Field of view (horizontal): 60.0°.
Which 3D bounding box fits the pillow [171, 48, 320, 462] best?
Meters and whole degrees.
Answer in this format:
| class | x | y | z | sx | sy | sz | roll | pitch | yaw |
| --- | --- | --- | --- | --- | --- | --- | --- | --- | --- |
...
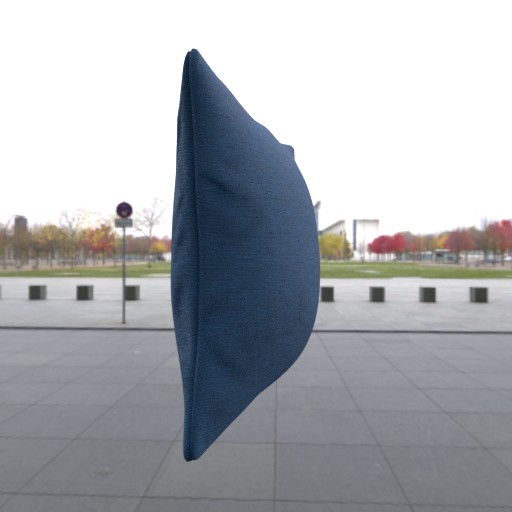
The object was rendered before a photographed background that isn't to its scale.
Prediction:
| class | x | y | z | sx | sy | sz | roll | pitch | yaw |
| --- | --- | --- | --- | --- | --- | --- | --- | --- | --- |
| pillow | 0.000 | 0.000 | 0.646 | 0.177 | 0.420 | 0.437 | 0 | 0 | 18 |
